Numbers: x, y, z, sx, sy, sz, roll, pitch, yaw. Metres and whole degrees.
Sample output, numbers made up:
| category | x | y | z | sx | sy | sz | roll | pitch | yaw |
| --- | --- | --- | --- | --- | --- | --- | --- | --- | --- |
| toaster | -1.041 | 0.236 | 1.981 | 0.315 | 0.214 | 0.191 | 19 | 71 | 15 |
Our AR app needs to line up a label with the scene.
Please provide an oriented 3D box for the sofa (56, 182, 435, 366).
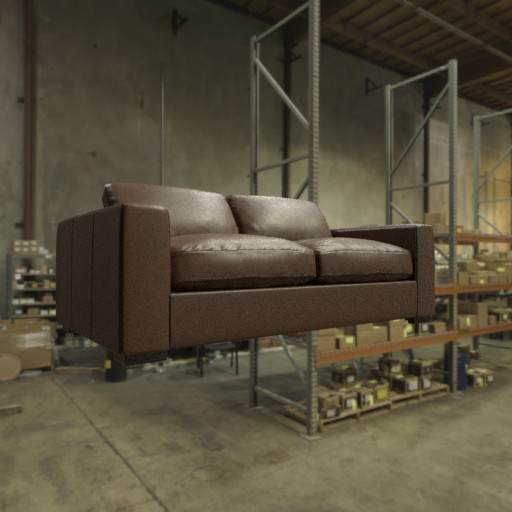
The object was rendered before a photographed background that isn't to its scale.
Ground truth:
| category | x | y | z | sx | sy | sz | roll | pitch | yaw |
| --- | --- | --- | --- | --- | --- | --- | --- | --- | --- |
| sofa | 0.000 | 0.000 | 2.522 | 1.920 | 0.800 | 1.070 | 0 | 0 | -36 |
